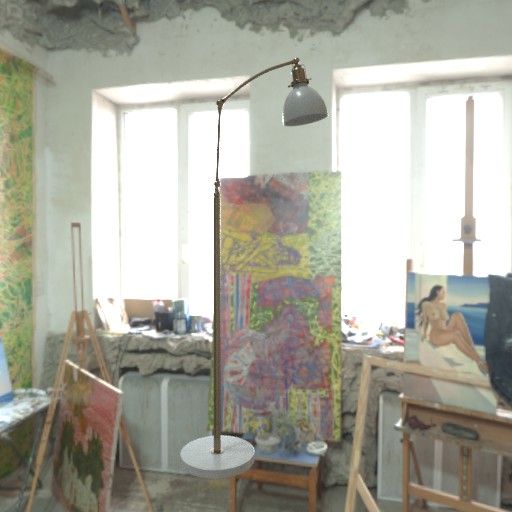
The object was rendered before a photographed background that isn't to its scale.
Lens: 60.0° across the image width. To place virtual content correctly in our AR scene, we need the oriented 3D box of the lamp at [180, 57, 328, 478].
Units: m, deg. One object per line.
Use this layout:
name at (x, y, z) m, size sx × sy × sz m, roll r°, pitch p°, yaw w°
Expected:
lamp at (0.000, 0.000, 1.752) m, size 0.599 × 1.586 × 0.288 m, roll 0°, pitch 2°, yaw -16°
